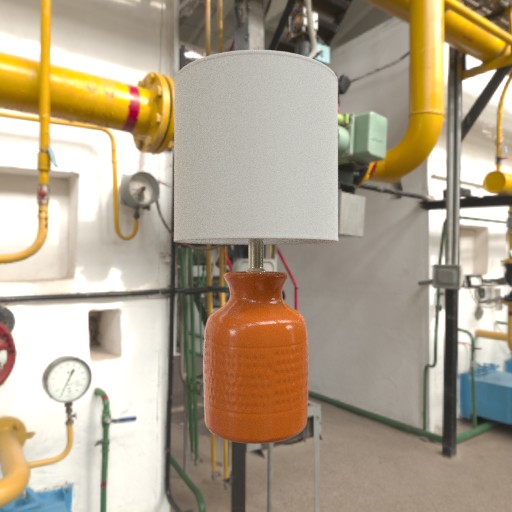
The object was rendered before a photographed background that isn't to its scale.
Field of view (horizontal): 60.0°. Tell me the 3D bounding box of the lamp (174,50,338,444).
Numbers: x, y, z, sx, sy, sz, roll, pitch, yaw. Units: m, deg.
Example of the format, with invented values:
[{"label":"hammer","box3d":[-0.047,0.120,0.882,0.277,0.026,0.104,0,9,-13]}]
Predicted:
[{"label":"lamp","box3d":[0.000,0.000,1.145,0.418,0.871,0.418,0,0,-35]}]
